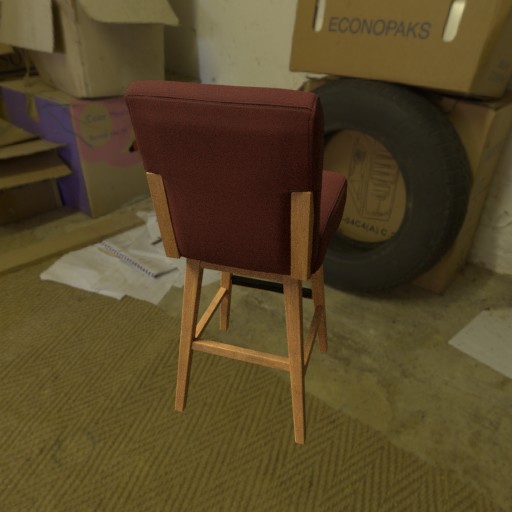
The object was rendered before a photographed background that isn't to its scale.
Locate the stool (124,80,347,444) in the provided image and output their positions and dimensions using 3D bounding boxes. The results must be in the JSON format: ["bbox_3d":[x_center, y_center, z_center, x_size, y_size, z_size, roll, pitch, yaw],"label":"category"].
[{"bbox_3d":[0.000,0.000,1.361,0.468,1.093,0.562,9,33,14],"label":"stool"}]
